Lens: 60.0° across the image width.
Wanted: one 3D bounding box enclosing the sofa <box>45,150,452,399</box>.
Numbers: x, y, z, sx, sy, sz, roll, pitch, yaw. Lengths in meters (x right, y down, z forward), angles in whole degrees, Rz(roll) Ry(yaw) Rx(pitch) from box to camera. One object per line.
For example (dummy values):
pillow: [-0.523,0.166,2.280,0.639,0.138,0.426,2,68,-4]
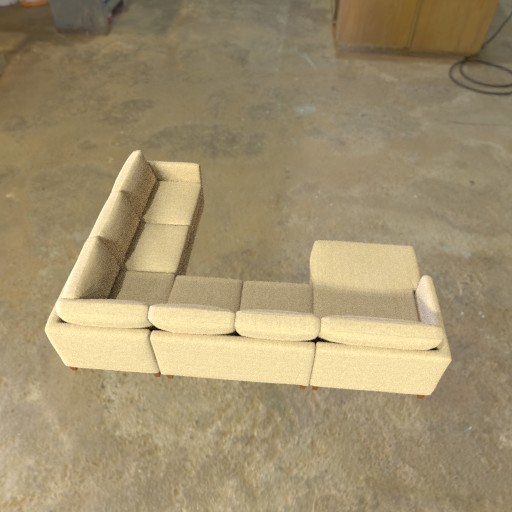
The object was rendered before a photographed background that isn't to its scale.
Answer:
sofa: [0.000,0.000,4.738,3.460,0.961,2.594,4,46,3]
